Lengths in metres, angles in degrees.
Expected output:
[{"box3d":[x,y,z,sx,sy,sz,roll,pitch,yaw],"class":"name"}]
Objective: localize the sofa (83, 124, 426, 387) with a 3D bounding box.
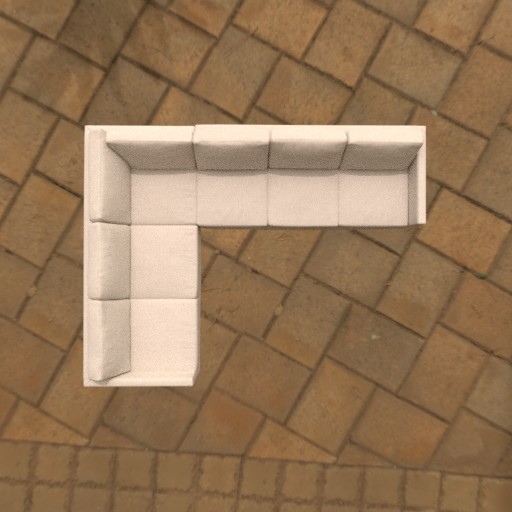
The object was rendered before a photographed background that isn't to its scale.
[{"box3d":[0.000,0.000,4.339,3.182,0.863,2.432,0,90,-1],"class":"sofa"}]
